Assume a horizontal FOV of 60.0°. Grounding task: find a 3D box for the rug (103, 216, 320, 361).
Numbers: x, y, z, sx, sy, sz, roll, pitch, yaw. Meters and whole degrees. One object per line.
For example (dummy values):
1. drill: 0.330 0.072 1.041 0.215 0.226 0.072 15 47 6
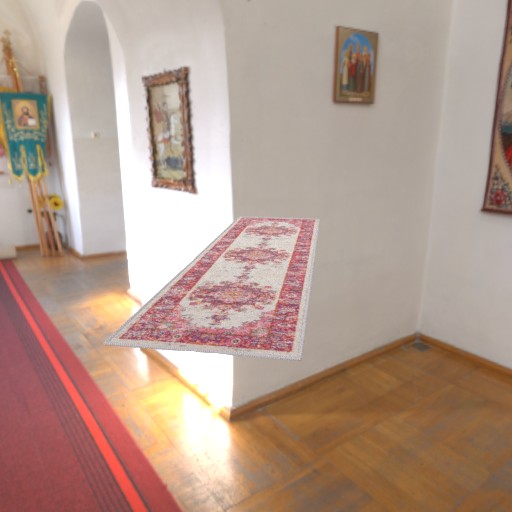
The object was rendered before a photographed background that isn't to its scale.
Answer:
1. rug: 0.000 0.000 2.514 0.666 0.011 2.294 3 16 9
